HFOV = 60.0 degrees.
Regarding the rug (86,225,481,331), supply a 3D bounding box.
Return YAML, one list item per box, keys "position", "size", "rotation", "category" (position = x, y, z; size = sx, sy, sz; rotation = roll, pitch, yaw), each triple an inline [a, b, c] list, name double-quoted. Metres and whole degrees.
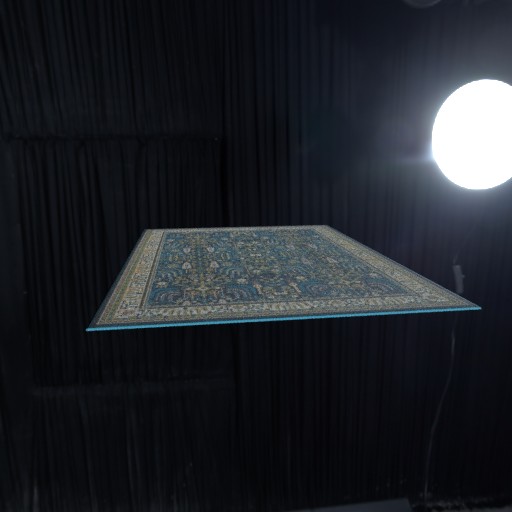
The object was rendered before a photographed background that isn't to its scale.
- position: [0.000, 0.000, 3.908]
  size: [2.226, 0.015, 3.044]
  rotation: [-2, 13, -8]
  category: "rug"
